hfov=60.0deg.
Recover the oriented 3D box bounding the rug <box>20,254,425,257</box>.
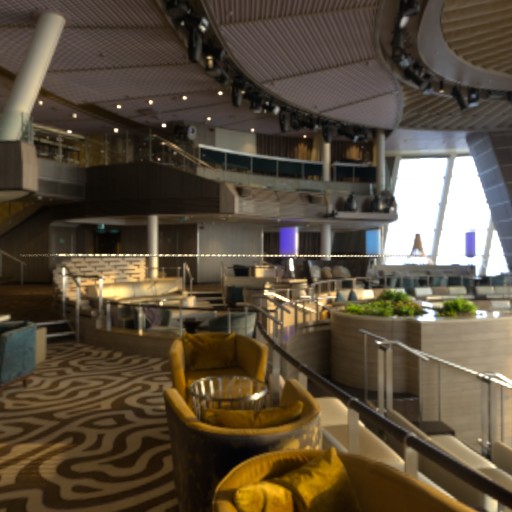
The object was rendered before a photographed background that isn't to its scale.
[{"bbox_3d":[0.000,0.000,2.501,2.286,0.008,0.686,0,0,-37],"label":"rug"}]
